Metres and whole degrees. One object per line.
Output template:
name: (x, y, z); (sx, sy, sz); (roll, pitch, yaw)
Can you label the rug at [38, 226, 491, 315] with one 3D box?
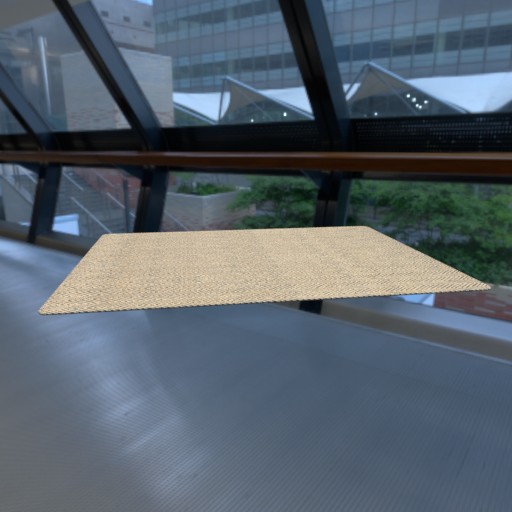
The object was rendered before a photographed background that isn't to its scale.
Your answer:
rug: (0.000, 0.000, 4.208); (3.207, 0.014, 2.439); (-2, 15, -9)
